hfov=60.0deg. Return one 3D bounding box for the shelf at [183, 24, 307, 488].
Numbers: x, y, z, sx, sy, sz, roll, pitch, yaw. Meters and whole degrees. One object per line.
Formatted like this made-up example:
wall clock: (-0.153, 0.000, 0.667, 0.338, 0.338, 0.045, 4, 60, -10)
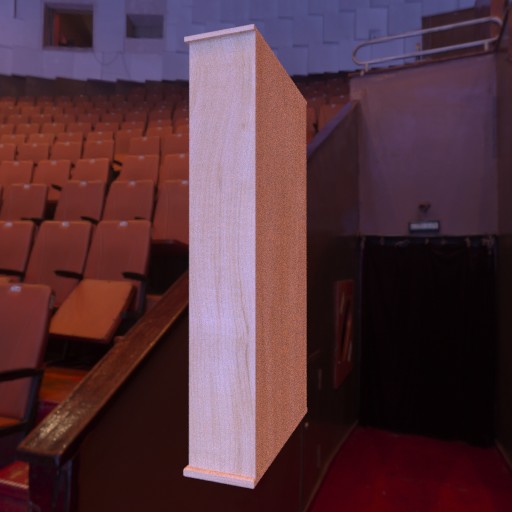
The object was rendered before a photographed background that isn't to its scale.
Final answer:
shelf: (0.000, 0.000, 1.252, 0.175, 1.030, 0.520, 0, 0, 19)
